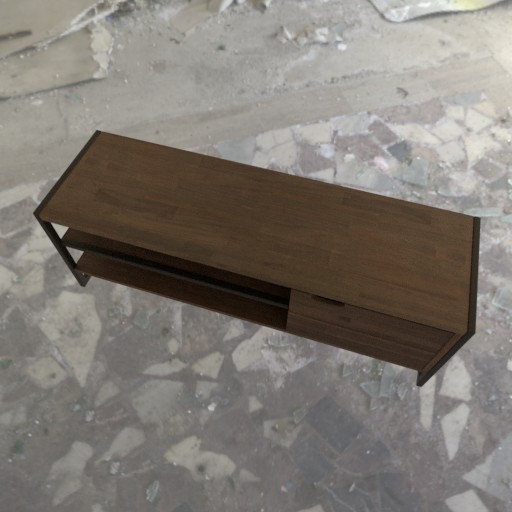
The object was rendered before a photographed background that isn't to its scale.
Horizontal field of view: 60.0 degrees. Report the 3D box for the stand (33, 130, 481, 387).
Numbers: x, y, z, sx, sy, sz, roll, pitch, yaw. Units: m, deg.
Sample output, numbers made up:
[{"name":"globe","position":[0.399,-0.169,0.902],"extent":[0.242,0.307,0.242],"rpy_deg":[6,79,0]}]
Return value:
[{"name":"stand","position":[0.000,0.000,1.738],"extent":[1.480,0.506,0.454],"rpy_deg":[15,58,10]}]
